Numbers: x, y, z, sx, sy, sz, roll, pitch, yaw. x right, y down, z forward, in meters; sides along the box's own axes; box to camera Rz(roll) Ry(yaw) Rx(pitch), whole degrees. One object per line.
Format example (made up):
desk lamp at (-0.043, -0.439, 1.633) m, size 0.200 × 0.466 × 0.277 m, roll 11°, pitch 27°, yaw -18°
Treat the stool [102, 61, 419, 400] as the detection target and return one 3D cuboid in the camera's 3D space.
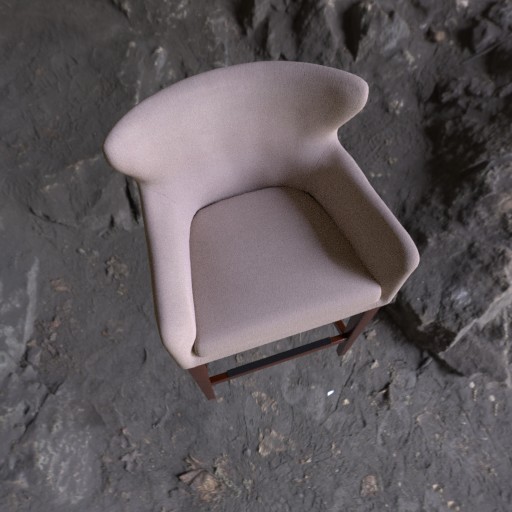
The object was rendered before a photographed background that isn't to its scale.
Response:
stool at (0.000, 0.000, 1.317) m, size 0.601 × 0.951 × 0.570 m, roll -16°, pitch 64°, yaw -8°
